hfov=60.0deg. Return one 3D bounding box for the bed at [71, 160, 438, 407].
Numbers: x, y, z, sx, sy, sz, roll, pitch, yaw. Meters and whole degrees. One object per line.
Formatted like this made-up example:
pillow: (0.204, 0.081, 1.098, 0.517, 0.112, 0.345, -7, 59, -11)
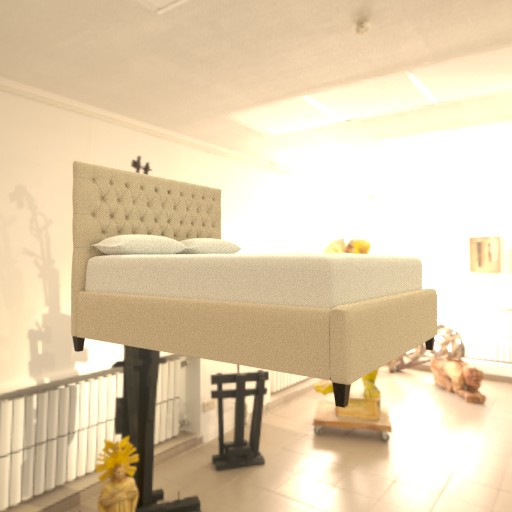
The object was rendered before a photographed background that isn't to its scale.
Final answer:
bed: (0.000, 0.000, 3.355, 2.233, 1.426, 1.696, 0, 0, 36)
